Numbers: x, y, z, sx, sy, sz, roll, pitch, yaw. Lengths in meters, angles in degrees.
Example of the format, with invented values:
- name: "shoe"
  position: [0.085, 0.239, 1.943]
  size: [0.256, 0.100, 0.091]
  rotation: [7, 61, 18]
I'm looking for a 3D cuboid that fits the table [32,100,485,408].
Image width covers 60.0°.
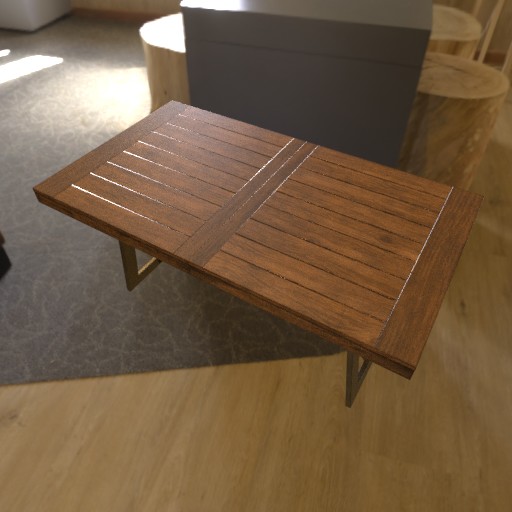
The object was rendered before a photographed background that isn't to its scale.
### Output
- name: "table"
  position: [0.000, 0.000, 2.117]
  size: [1.641, 0.757, 0.931]
  rotation: [23, 50, 21]
